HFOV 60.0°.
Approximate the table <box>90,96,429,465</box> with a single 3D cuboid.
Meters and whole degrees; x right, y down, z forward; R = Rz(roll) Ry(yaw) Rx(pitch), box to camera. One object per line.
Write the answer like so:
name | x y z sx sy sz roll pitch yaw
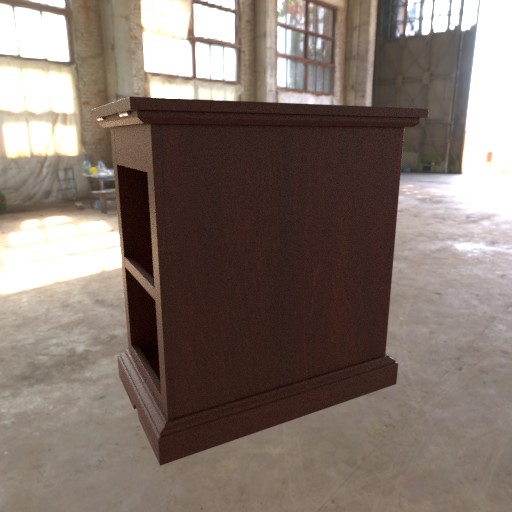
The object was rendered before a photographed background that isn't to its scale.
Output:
table | 0.000 0.000 0.973 0.584 0.612 0.356 -8 17 -27
